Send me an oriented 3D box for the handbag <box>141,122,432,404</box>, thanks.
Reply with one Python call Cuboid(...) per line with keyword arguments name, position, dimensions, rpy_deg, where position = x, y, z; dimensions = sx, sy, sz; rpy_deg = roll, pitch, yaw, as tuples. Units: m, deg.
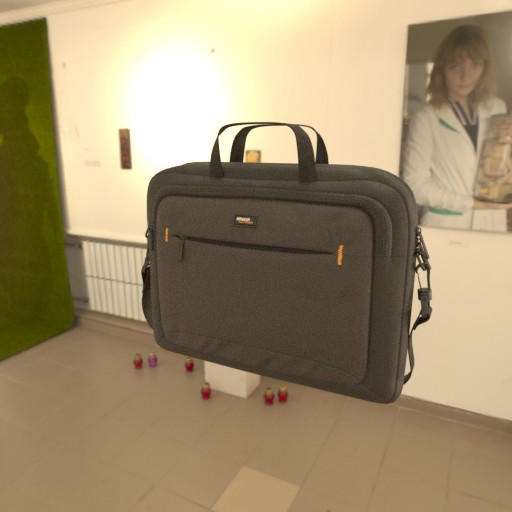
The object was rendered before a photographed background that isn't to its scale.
Cuboid(name="handbag", position=(0.000, 0.000, 0.425), dimensions=(0.320, 0.244, 0.089), rpy_deg=(7, 16, 26))
